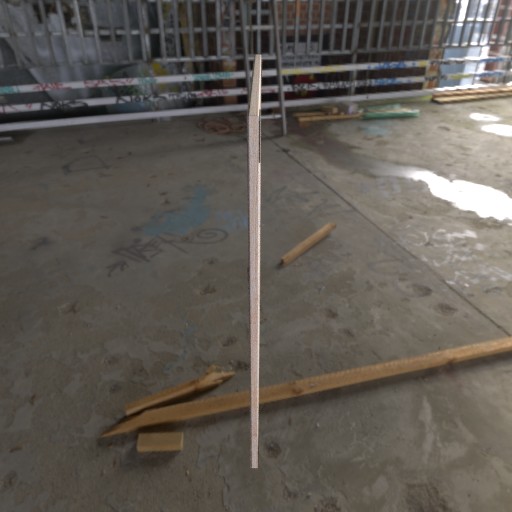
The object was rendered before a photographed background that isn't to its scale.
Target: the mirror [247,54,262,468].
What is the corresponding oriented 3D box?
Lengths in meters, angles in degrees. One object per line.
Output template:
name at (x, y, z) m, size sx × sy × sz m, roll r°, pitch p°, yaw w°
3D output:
mirror at (0.000, 0.000, 1.305) m, size 0.025 × 0.996 × 0.705 m, roll 0°, pitch 32°, yaw 1°
